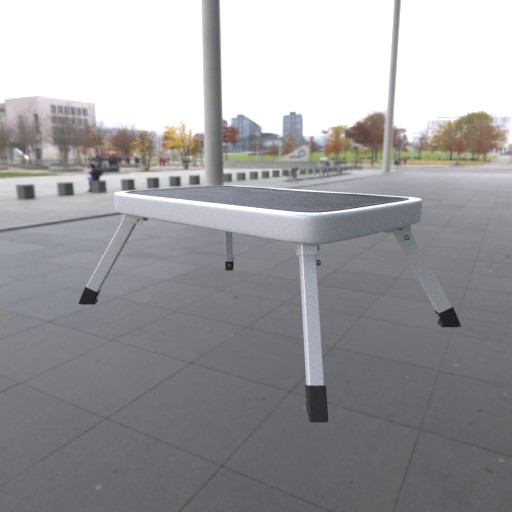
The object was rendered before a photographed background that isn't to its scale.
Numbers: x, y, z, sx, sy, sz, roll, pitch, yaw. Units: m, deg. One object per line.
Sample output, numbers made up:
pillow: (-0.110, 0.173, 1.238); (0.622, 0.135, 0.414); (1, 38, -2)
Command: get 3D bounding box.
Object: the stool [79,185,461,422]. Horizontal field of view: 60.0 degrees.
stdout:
stool: (0.000, 0.000, 0.615); (0.460, 0.170, 0.320); (12, 17, 43)
